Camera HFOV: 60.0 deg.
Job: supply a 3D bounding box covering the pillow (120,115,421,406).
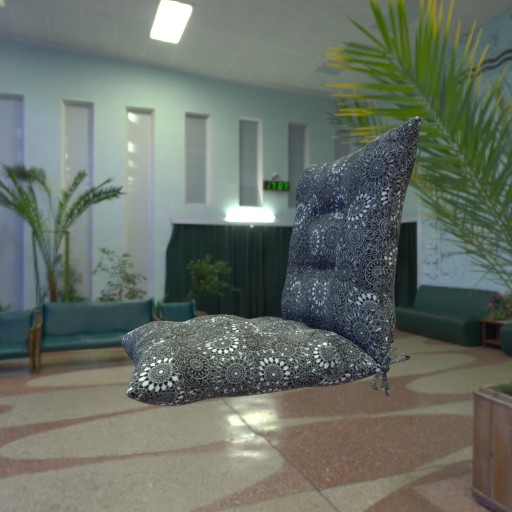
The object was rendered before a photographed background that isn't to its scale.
[{"bbox_3d":[0.000,0.000,1.005,0.585,0.536,0.541,0,0,-18],"label":"pillow"}]
